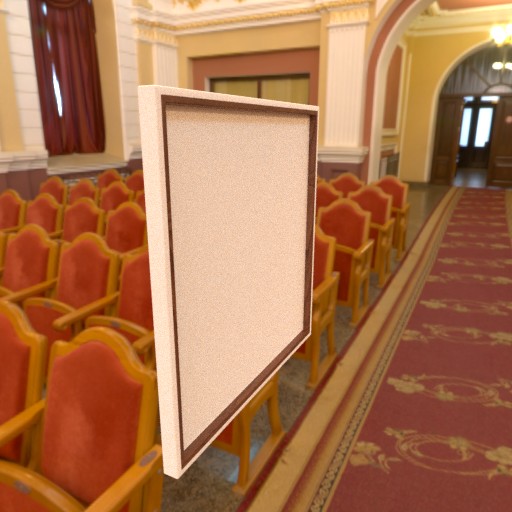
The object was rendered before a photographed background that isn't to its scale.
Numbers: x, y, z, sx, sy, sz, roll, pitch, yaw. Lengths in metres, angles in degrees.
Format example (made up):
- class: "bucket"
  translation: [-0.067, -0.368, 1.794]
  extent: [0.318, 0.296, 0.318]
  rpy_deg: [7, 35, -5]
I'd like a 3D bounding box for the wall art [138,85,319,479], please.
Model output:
- class: "wall art"
  translation: [0.000, 0.000, 1.133]
  extent: [0.037, 0.757, 0.757]
  rpy_deg: [8, 18, 27]
